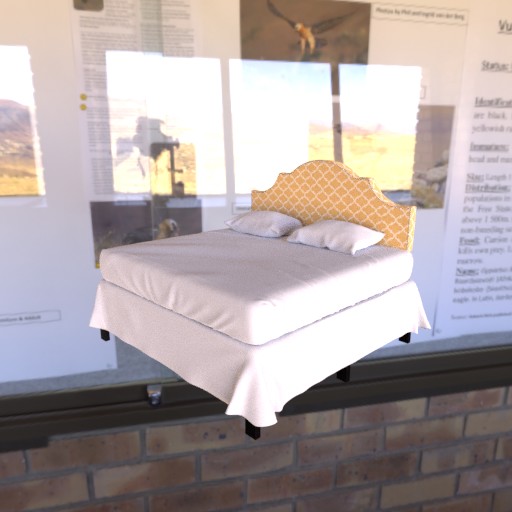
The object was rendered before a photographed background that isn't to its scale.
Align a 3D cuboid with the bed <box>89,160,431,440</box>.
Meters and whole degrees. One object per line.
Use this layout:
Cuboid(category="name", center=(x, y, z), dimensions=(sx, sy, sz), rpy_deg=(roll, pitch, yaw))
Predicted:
Cuboid(category="bed", center=(0.000, 0.000, 3.872), dimensions=(2.222, 1.601, 2.314), rpy_deg=(-13, 19, -43))
